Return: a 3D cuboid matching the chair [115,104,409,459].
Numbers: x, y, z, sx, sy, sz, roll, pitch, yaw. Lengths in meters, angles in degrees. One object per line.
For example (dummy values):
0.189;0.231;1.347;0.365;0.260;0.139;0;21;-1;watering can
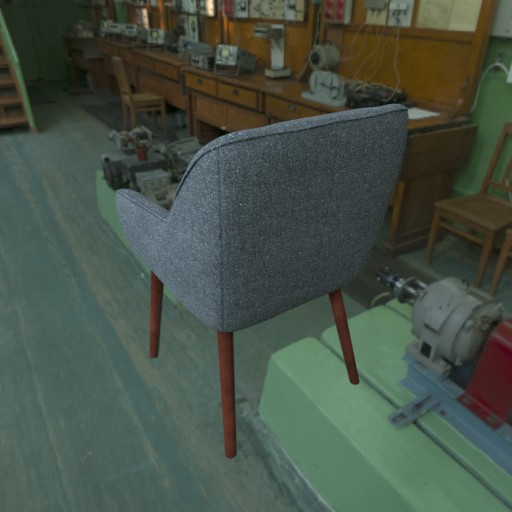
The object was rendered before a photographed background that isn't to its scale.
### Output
0.000;0.000;1.150;0.543;0.803;0.519;-19;36;-29;chair
